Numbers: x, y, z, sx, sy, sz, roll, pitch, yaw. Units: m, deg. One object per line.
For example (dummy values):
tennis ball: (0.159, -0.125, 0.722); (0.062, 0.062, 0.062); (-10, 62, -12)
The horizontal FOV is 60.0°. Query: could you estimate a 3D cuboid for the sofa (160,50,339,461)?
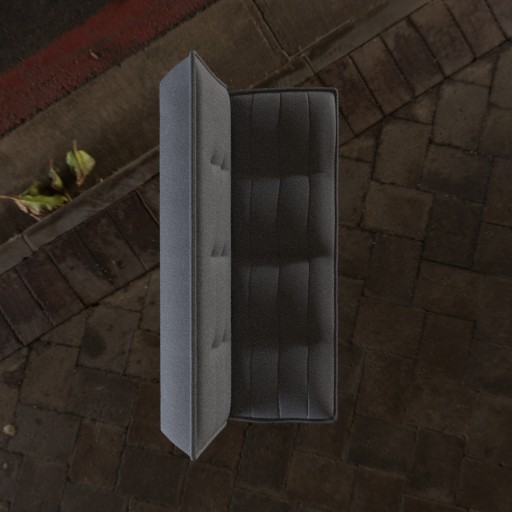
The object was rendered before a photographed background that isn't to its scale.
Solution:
sofa: (0.000, 0.000, 2.512); (0.950, 0.890, 1.940); (0, 91, 0)
